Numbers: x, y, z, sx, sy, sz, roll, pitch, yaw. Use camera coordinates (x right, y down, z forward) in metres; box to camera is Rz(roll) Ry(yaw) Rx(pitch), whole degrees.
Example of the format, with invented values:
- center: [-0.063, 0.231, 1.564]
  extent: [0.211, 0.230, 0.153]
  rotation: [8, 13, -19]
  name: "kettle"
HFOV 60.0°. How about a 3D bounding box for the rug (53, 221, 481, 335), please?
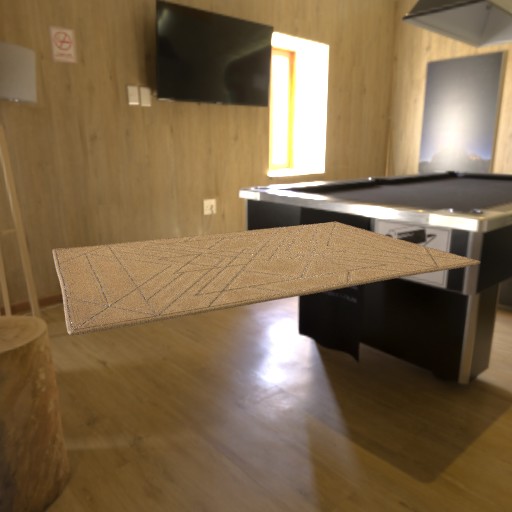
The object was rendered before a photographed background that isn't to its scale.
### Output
- center: [0.000, 0.000, 2.996]
  extent: [2.459, 0.023, 1.575]
  rotation: [-7, 16, -25]
  name: "rug"
